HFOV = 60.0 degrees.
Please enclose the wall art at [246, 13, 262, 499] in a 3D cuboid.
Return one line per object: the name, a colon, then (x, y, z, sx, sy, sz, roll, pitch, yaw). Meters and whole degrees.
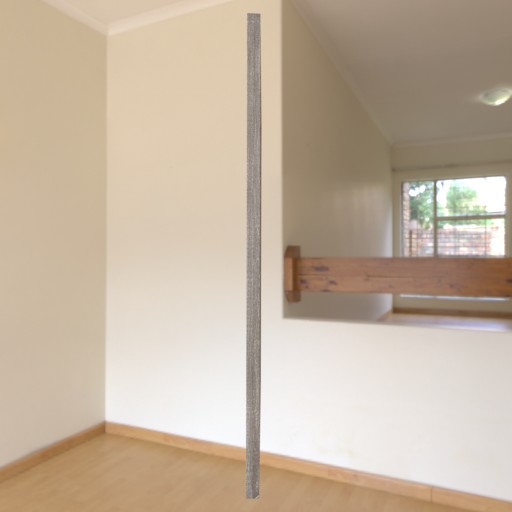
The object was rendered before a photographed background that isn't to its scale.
wall art: (0.000, 0.000, 1.323, 0.035, 1.022, 0.781, 0, 0, 1)
